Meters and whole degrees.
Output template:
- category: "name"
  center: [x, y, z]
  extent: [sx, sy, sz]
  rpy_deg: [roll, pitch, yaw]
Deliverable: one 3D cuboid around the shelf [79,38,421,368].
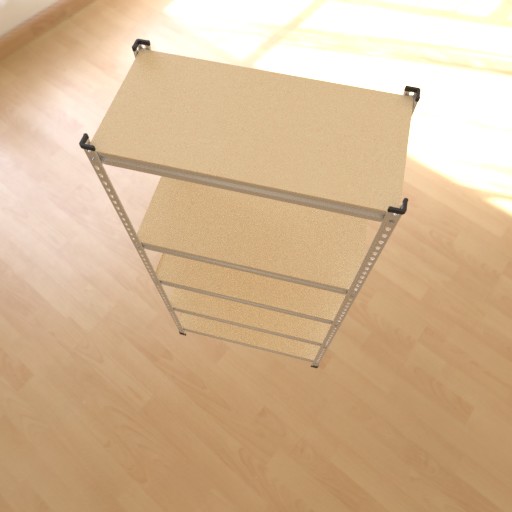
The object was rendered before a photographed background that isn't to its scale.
- category: "shelf"
  center: [0.000, 0.000, 2.106]
  extent: [0.914, 1.829, 0.457]
  rpy_deg: [13, 64, 6]
